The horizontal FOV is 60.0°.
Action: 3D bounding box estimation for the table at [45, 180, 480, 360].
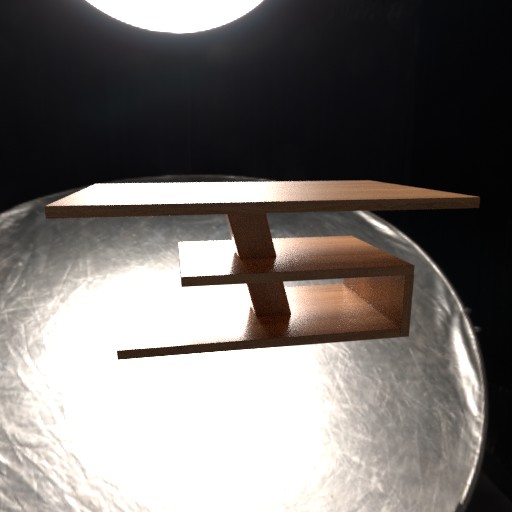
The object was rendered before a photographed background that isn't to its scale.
[{"bbox_3d":[0.000,0.000,1.482,1.100,0.442,0.700,-2,14,-10],"label":"table"}]
